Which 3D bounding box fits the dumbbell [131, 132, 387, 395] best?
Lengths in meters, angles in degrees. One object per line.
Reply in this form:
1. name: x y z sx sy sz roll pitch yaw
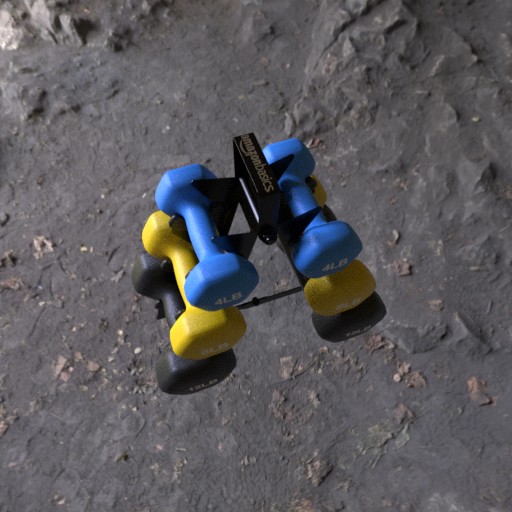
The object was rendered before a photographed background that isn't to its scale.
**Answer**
1. dumbbell: 0.000 0.000 0.682 0.409 0.426 0.255 -17 61 -10
